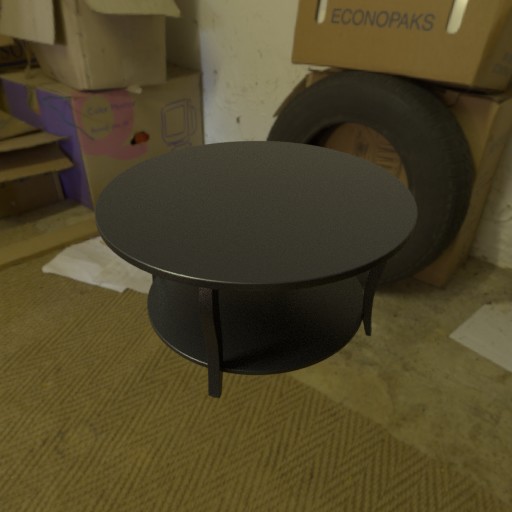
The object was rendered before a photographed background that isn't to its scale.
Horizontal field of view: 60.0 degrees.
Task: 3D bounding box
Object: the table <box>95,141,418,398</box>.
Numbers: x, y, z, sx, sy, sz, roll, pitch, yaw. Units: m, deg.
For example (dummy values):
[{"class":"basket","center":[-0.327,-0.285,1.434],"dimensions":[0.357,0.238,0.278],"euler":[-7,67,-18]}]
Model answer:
[{"class":"table","center":[0.000,0.000,1.435],"dimensions":[0.914,0.457,0.914],"euler":[0,33,0]}]
